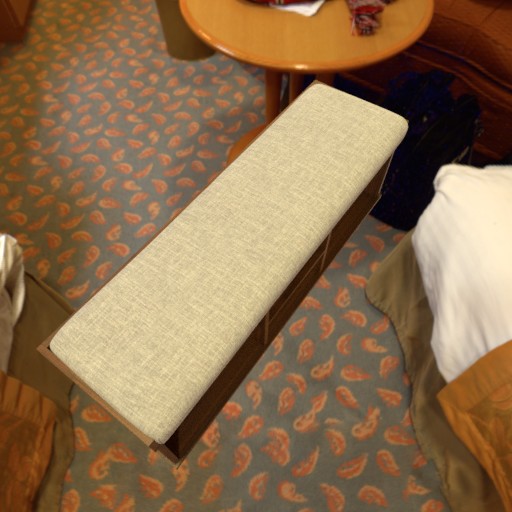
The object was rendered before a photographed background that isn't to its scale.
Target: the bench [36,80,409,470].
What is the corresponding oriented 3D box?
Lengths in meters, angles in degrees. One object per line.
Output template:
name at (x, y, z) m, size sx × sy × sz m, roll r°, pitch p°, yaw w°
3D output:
bench at (0.000, 0.000, 1.376) m, size 0.367 × 0.468 × 1.196 m, roll 32°, pitch 63°, yaw 18°
